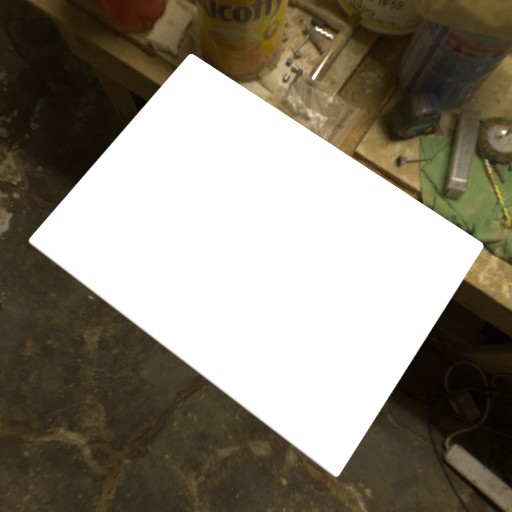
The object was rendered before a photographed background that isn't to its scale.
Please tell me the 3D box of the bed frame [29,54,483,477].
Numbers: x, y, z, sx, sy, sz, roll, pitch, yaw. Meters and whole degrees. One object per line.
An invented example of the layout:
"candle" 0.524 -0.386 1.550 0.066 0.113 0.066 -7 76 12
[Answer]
"bed frame" 0.000 0.000 2.631 1.956 0.659 1.408 35 80 7
